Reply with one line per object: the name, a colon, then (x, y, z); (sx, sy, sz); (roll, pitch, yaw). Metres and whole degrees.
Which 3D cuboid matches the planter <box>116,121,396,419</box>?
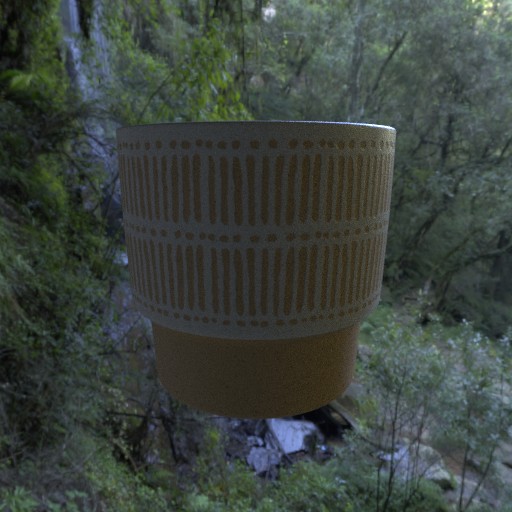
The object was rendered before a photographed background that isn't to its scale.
planter: (0.000, 0.000, 0.556); (0.317, 0.303, 0.317); (0, 13, 0)
